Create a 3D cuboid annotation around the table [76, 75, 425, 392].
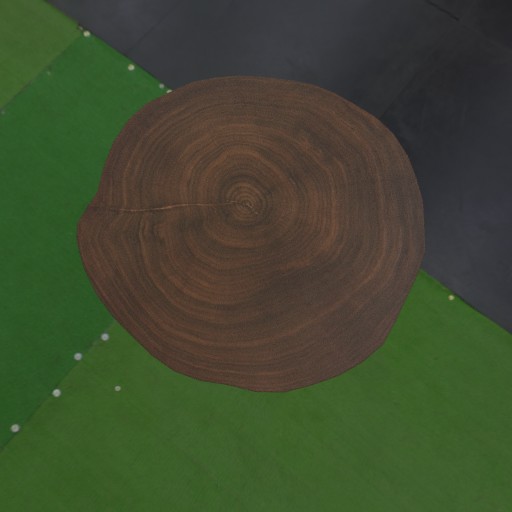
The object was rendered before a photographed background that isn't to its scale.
[{"bbox_3d":[0.000,0.000,0.864,0.494,0.476,0.477,40,79,9],"label":"table"}]
